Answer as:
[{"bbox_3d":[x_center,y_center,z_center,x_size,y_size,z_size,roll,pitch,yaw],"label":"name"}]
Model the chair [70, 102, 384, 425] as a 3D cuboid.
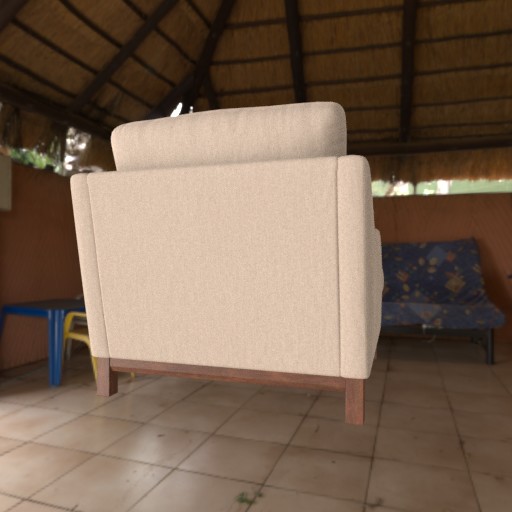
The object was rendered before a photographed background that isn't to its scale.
[{"bbox_3d":[0.000,0.000,1.687,0.912,0.916,1.001,0,0,18],"label":"chair"}]
